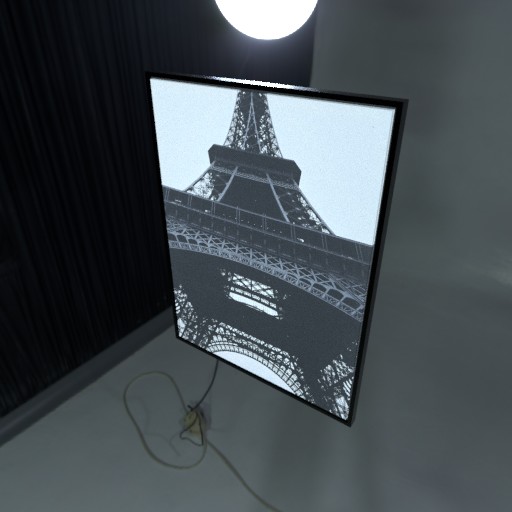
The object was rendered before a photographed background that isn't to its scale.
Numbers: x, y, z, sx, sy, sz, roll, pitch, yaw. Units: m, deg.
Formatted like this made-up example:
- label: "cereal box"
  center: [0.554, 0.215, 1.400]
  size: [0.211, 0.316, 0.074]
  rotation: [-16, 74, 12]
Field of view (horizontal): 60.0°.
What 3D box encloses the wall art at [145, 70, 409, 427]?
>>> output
- label: "wall art"
  center: [0.000, 0.000, 1.443]
  size: [0.805, 1.062, 0.040]
  rotation: [19, 35, 29]
